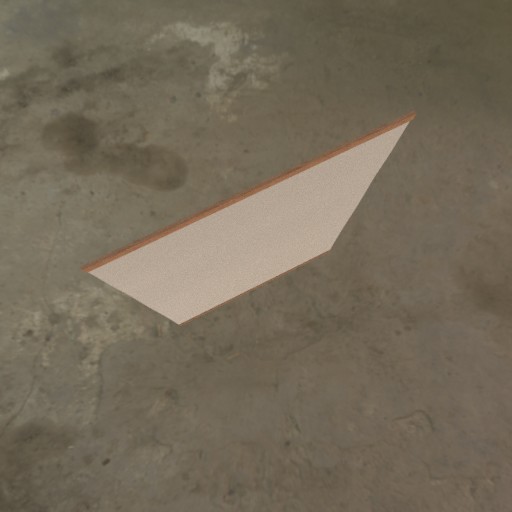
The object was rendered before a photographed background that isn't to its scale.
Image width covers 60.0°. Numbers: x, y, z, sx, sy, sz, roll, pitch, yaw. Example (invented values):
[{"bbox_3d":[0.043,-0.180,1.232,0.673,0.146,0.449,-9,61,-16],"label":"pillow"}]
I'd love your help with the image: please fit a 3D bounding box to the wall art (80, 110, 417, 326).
[{"bbox_3d":[0.000,0.000,1.943,1.019,1.527,0.019,-26,77,-6],"label":"wall art"}]
